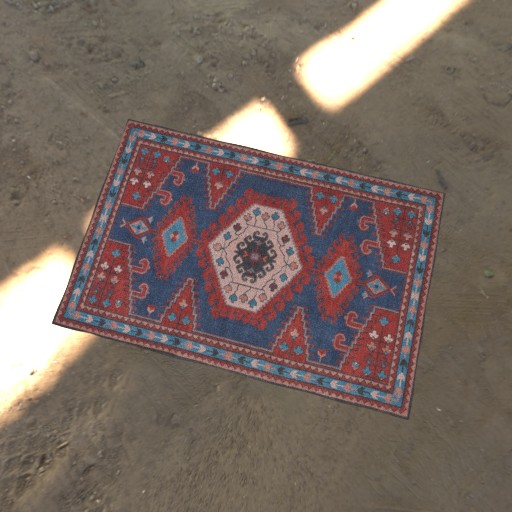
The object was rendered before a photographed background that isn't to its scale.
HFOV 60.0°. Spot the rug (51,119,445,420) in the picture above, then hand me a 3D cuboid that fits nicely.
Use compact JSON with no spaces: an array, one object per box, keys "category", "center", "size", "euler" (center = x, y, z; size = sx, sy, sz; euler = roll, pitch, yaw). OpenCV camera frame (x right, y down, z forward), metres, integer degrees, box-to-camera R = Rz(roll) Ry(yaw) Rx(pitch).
[{"category":"rug","center":[0.000,0.000,2.315],"size":[1.820,0.012,1.207],"euler":[14,76,4]}]
